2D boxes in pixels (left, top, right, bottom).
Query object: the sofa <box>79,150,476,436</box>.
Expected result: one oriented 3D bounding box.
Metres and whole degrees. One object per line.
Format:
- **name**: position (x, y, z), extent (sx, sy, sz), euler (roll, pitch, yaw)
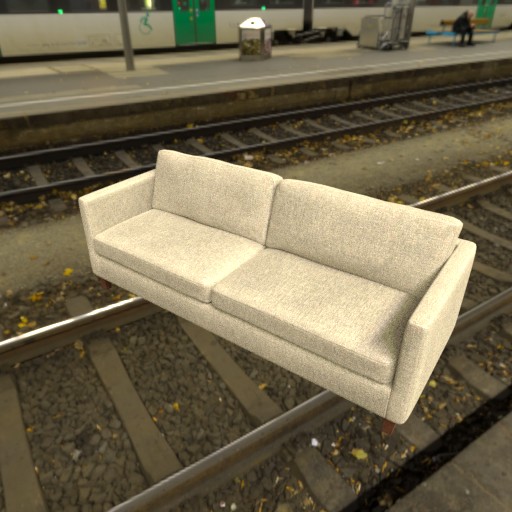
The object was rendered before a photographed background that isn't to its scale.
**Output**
- **sofa**: position (0.000, 0.000, 2.911), extent (2.434, 0.951, 0.948), euler (20, 36, 30)
